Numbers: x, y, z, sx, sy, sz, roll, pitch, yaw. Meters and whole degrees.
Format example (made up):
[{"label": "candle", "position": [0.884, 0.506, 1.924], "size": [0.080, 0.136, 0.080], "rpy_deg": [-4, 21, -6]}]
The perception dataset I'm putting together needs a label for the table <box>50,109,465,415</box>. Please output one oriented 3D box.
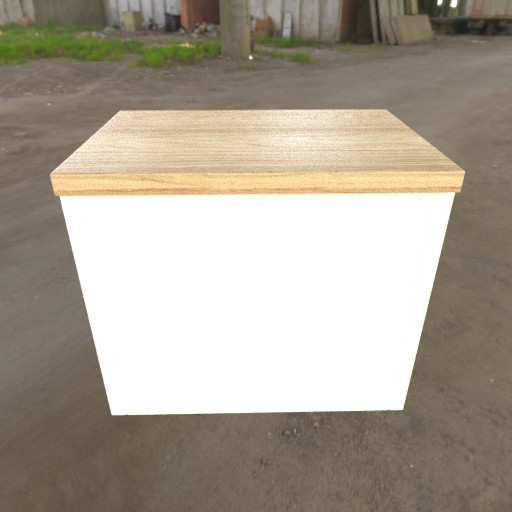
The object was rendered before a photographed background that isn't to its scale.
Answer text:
[{"label": "table", "position": [0.000, 0.000, 0.796], "size": [0.500, 0.440, 0.360], "rpy_deg": [-1, 30, -1]}]
